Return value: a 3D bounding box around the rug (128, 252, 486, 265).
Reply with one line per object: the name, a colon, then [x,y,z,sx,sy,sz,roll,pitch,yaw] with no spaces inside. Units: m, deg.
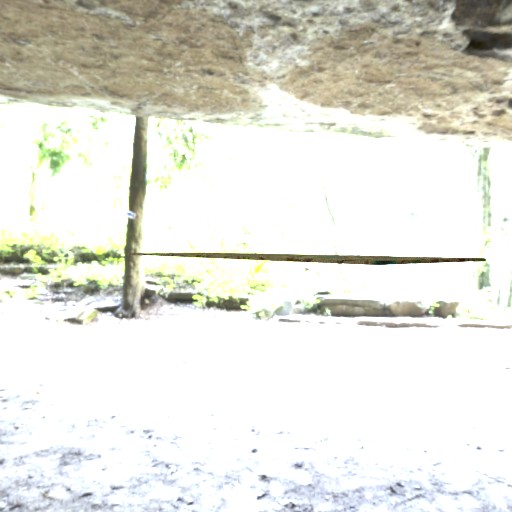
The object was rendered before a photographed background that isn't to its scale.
rug: [0.000,0.000,2.509,0.693,0.016,2.273,-1,1,-36]
